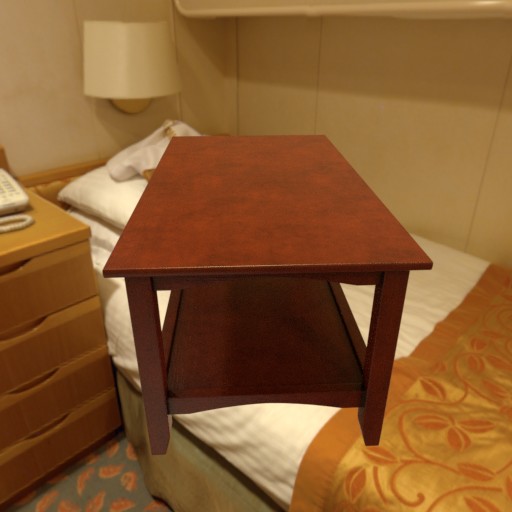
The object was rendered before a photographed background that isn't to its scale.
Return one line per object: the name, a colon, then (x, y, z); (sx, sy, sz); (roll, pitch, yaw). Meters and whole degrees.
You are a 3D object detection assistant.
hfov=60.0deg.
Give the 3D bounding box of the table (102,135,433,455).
table: (0.000, 0.000, 1.230); (0.533, 0.456, 0.943); (-1, 28, -3)
